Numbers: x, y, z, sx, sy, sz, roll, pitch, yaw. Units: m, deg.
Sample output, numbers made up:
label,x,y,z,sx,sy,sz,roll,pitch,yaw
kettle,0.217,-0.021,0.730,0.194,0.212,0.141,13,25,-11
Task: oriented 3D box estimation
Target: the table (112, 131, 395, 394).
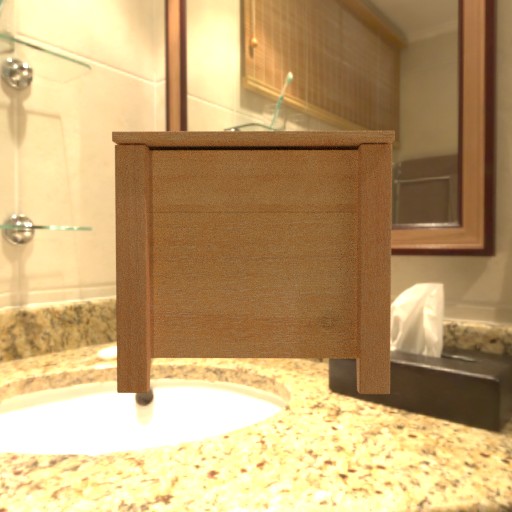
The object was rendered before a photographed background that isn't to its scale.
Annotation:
label,x,y,z,sx,sy,sz,roll,pitch,yaw
table,0.000,0.000,1.270,0.483,0.457,1.016,0,2,1
